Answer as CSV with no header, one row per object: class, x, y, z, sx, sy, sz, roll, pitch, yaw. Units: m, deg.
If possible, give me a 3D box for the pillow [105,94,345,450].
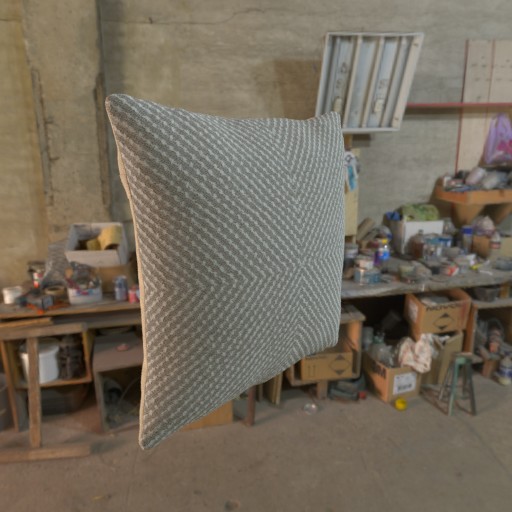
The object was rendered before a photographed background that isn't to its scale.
pillow,0.000,0.000,0.703,0.181,0.458,0.459,13,20,42
